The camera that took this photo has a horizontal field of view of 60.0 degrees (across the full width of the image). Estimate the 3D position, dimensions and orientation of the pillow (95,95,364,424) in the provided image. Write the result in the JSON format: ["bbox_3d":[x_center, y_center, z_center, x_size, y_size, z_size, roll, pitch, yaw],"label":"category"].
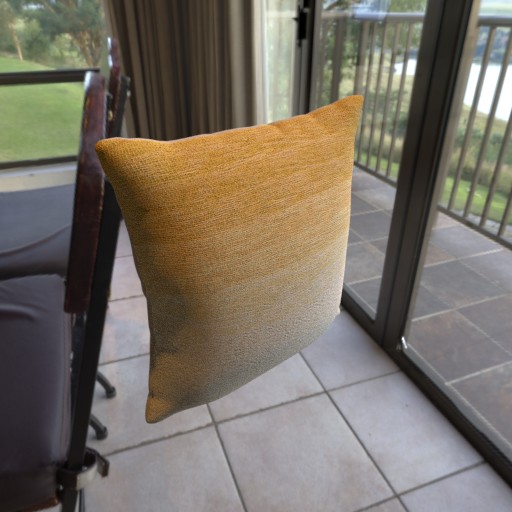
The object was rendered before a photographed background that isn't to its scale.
[{"bbox_3d":[0.000,0.000,0.711,0.450,0.450,0.211,-22,37,-33],"label":"pillow"}]
